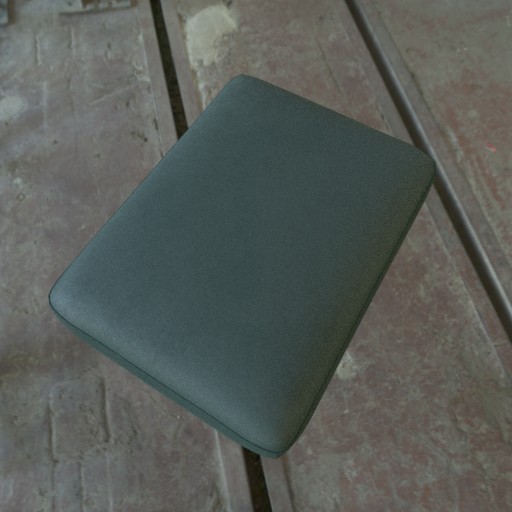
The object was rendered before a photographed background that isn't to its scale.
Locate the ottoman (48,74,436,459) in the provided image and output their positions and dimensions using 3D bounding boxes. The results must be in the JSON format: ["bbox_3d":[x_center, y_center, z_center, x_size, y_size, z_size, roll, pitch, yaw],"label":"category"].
[{"bbox_3d":[0.000,0.000,1.147,0.608,0.449,0.811,29,68,13],"label":"ottoman"}]
